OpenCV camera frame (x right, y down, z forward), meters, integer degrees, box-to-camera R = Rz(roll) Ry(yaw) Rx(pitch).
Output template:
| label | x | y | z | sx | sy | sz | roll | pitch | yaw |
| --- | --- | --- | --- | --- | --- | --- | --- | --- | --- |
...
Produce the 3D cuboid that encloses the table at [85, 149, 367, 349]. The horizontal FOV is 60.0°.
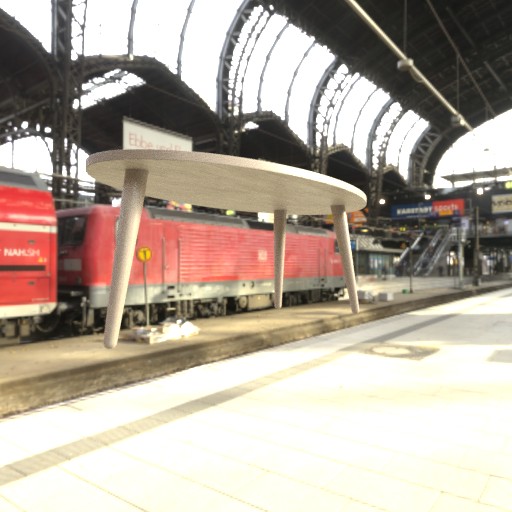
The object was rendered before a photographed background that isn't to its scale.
| label | x | y | z | sx | sy | sz | roll | pitch | yaw |
| --- | --- | --- | --- | --- | --- | --- | --- | --- | --- |
| table | 0.000 | 0.000 | 1.313 | 0.542 | 0.390 | 1.083 | -1 | -1 | 35 |
